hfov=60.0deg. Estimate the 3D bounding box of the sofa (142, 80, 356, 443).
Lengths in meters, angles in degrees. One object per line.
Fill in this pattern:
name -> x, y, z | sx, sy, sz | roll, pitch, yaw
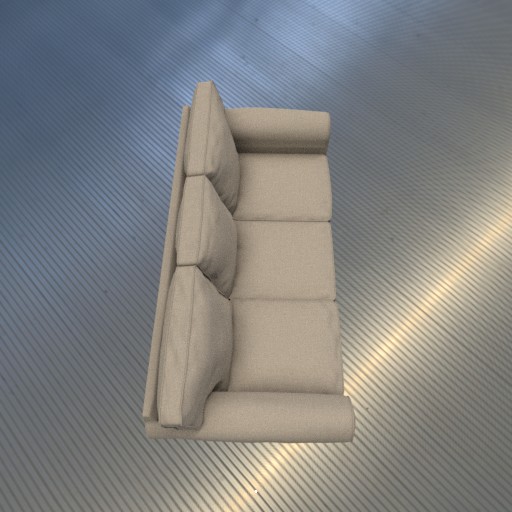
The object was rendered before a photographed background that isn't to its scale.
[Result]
sofa -> 0.000, 0.000, 2.684 | 0.998, 0.889, 2.118 | 1, 62, 0
